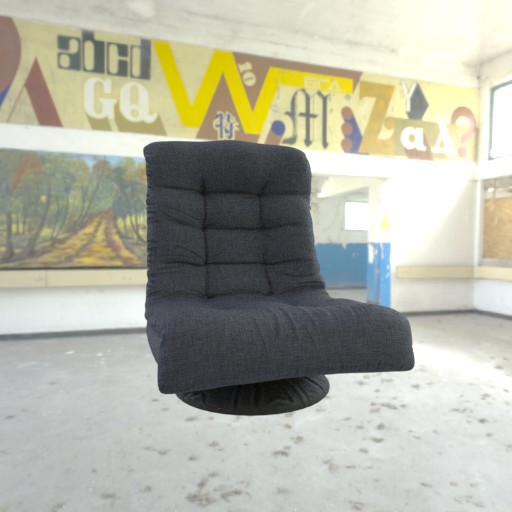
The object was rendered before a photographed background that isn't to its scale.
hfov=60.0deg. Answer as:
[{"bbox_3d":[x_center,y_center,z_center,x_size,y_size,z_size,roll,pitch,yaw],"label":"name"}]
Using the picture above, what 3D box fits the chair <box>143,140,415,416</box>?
[{"bbox_3d":[0.000,0.000,1.232,0.597,0.749,0.668,-1,2,-18],"label":"chair"}]
